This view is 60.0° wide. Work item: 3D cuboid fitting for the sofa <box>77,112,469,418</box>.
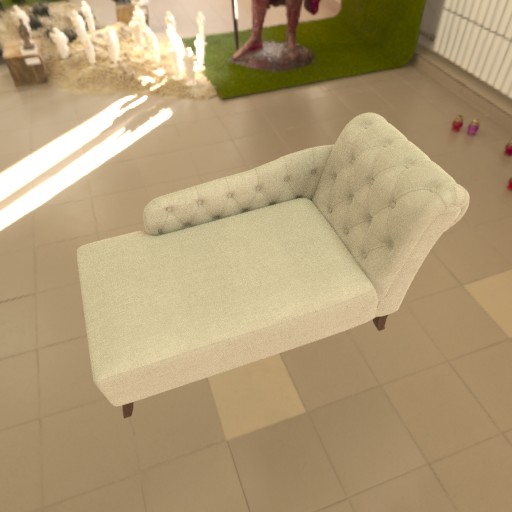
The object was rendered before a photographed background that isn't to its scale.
[{"bbox_3d":[0.000,0.000,1.806,1.379,0.787,0.675,-15,48,-14],"label":"sofa"}]
